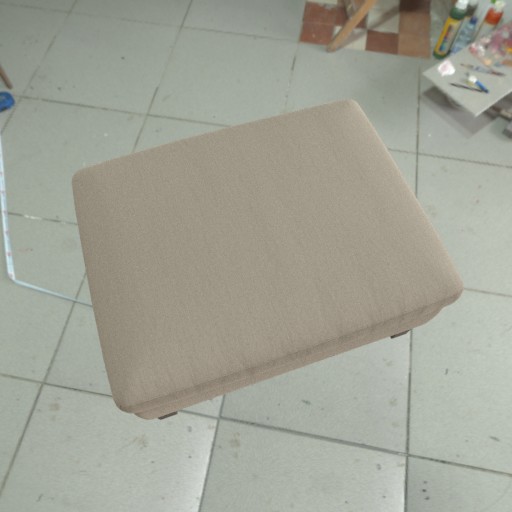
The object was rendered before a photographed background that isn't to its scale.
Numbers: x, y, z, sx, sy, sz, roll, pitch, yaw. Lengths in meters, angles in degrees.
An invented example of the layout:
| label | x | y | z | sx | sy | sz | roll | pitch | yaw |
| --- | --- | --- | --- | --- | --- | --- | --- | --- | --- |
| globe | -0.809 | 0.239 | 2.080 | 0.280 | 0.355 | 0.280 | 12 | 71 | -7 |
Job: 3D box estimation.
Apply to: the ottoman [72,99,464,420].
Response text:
| label | x | y | z | sx | sy | sz | roll | pitch | yaw |
| --- | --- | --- | --- | --- | --- | --- | --- | --- | --- |
| ottoman | 0.000 | 0.000 | 1.132 | 0.771 | 0.420 | 0.606 | -17 | 65 | -8 |
